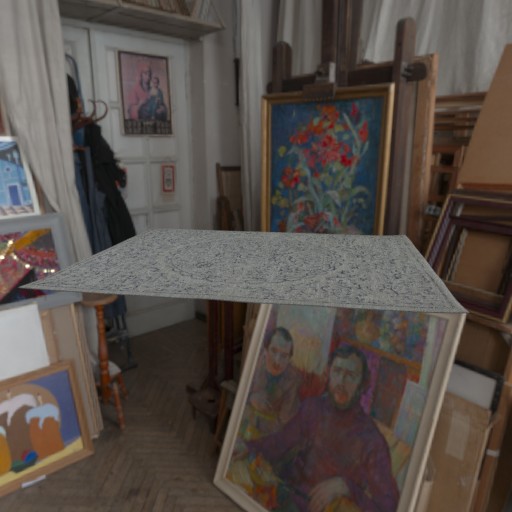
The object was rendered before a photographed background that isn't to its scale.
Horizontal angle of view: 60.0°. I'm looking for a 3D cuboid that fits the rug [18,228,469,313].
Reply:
[{"bbox_3d":[0.000,0.000,3.929,2.925,0.026,2.343,2,14,9],"label":"rug"}]
